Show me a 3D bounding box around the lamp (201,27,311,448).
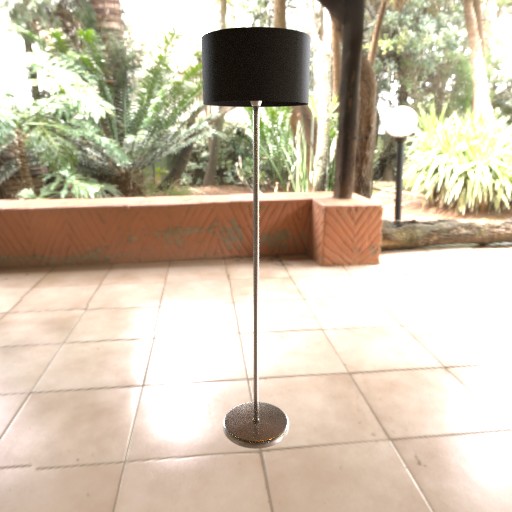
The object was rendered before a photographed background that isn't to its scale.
[{"bbox_3d":[0.000,0.000,1.615,0.348,1.443,0.348,-2,16,-7],"label":"lamp"}]
